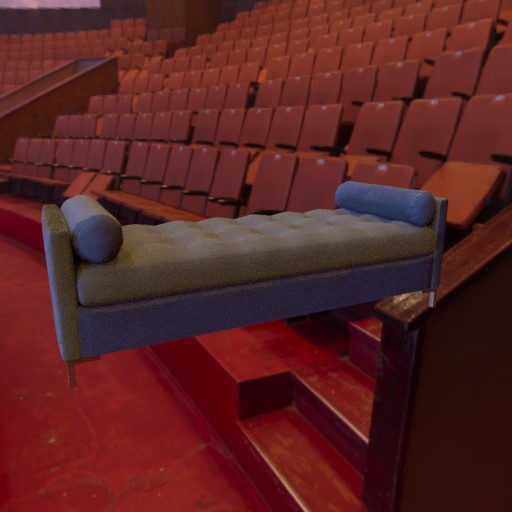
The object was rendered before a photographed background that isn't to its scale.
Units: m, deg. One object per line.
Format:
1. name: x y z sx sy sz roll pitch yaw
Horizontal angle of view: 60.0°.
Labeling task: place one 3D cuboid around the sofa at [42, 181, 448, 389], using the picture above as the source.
1. sofa: 0.000 0.000 2.467 2.102 0.705 0.796 -7 16 -25
